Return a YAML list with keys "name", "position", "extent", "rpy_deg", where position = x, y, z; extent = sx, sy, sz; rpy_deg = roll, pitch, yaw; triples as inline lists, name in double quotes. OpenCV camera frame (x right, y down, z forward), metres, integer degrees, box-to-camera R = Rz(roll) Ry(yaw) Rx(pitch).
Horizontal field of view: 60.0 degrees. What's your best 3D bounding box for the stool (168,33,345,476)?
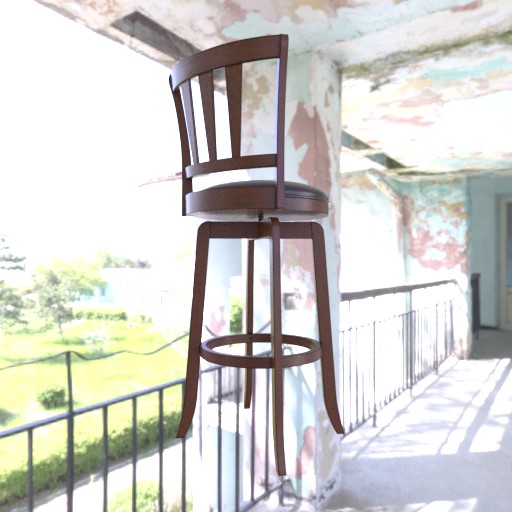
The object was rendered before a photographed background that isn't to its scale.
- name: "stool"
  position: [0.000, 0.000, 1.435]
  extent: [0.464, 1.177, 0.503]
  rpy_deg: [0, 0, 37]
